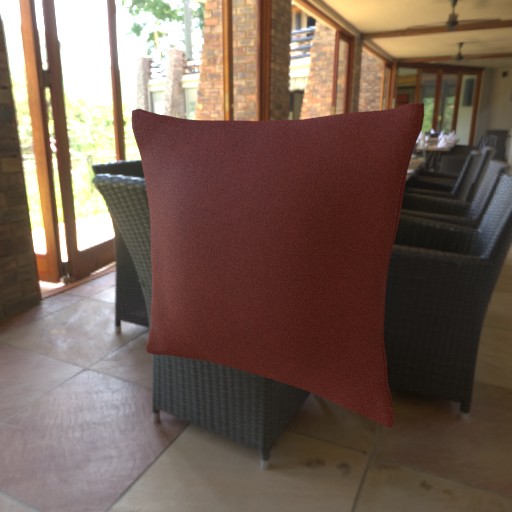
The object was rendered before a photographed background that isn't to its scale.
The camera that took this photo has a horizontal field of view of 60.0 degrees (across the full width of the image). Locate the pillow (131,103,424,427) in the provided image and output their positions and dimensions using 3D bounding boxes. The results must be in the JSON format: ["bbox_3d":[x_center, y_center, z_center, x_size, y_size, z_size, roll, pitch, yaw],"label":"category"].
[{"bbox_3d":[0.000,0.000,0.648,0.435,0.416,0.151,9,18,27],"label":"pillow"}]
